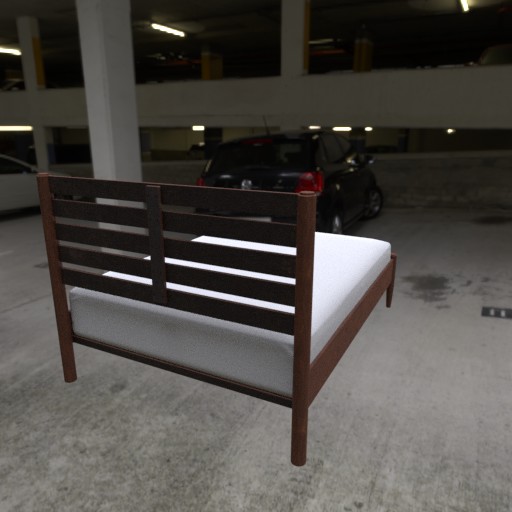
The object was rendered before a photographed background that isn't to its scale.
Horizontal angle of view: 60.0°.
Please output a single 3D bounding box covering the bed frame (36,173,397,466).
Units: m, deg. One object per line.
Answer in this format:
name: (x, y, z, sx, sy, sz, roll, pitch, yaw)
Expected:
bed frame: (0.000, 0.000, 3.252, 1.655, 1.321, 2.234, 8, 18, 26)
